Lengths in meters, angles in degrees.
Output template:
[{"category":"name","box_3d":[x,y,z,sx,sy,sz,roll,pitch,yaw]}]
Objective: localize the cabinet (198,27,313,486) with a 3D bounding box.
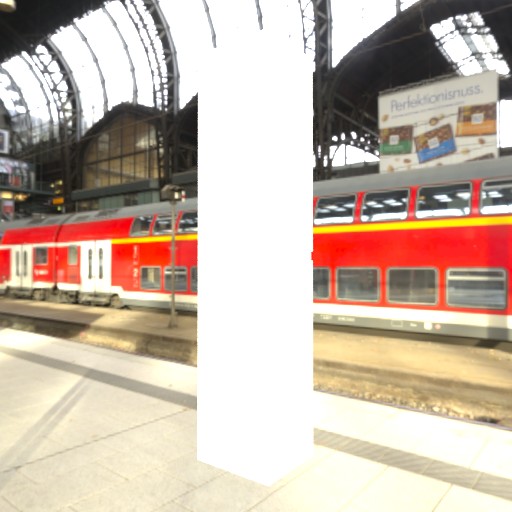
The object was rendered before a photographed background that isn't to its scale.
[{"category":"cabinet","box_3d":[0.000,0.000,1.551,0.300,1.400,0.269,-1,-1,37]}]
